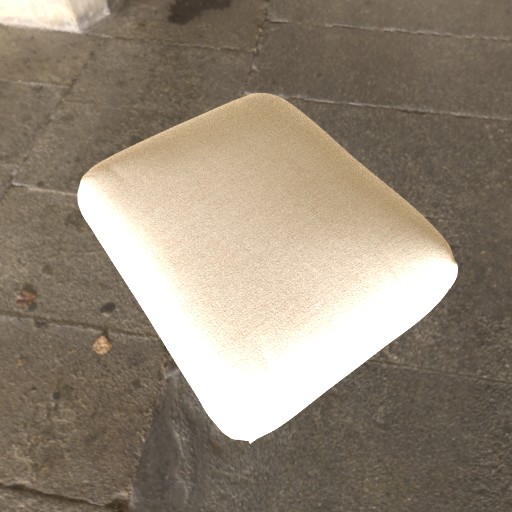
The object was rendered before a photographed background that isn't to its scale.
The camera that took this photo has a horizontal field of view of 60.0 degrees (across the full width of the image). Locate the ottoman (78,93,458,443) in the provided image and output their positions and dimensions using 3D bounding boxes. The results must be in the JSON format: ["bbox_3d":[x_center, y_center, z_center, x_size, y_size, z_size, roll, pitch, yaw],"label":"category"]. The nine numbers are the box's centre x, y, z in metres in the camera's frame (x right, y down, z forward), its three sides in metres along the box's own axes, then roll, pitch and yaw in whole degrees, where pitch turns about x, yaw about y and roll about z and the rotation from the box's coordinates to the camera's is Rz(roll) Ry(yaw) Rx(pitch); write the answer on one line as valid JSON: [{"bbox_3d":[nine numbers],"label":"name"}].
[{"bbox_3d":[0.000,0.000,1.126,0.622,0.450,0.747,-31,62,-18],"label":"ottoman"}]
